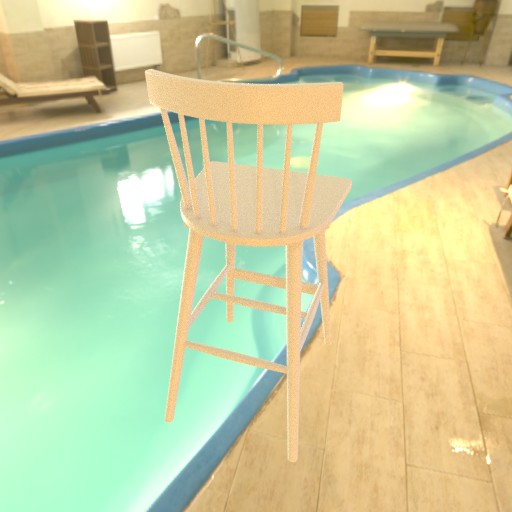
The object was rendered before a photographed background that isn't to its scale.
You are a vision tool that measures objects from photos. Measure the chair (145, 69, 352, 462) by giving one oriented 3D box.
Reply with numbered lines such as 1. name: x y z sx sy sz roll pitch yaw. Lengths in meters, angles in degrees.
1. chair: 0.000 0.000 1.375 0.483 1.092 0.572 11 34 16
